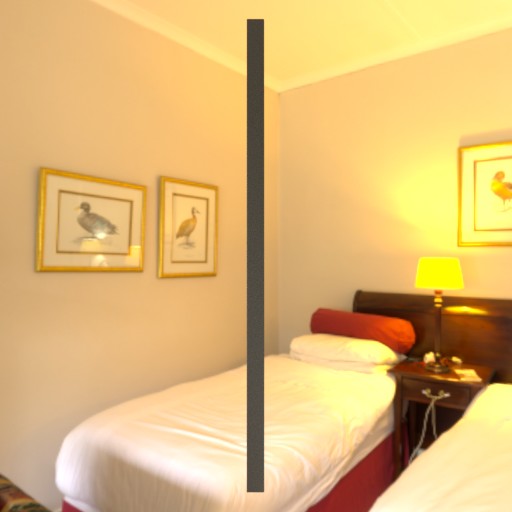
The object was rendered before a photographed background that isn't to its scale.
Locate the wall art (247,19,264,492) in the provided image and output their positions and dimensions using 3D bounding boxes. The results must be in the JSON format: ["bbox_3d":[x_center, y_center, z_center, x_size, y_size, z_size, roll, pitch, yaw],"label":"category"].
[{"bbox_3d":[0.000,0.000,1.395,0.039,1.061,0.804,0,0,0],"label":"wall art"}]
